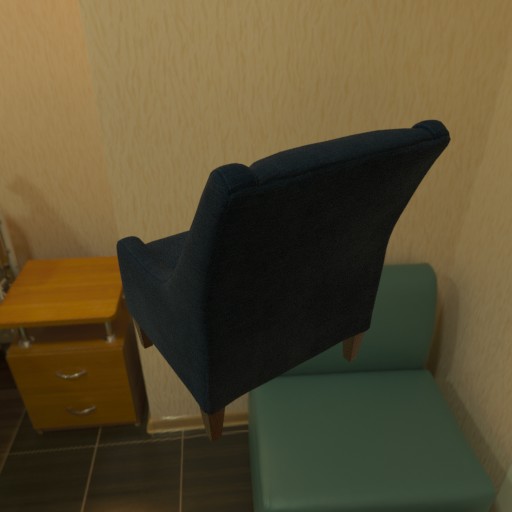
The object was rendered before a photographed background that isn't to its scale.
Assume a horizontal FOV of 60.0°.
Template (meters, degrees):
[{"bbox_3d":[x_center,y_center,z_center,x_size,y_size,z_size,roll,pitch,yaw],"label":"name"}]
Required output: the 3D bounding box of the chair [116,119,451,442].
[{"bbox_3d":[0.000,0.000,1.600,0.774,1.014,0.870,-20,36,-30],"label":"chair"}]
